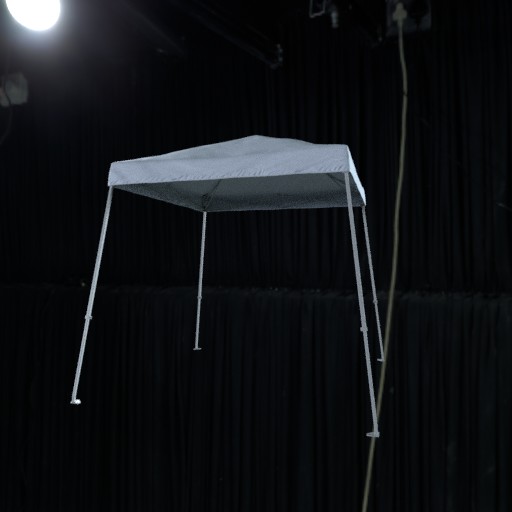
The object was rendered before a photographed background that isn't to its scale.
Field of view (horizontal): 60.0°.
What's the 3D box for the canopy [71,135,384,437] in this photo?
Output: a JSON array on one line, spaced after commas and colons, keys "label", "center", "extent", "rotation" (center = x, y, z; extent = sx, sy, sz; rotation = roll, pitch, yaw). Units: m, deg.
[{"label": "canopy", "center": [0.000, 0.000, 6.591], "extent": [3.599, 3.600, 3.600], "rotation": [0, -1, 17]}]
